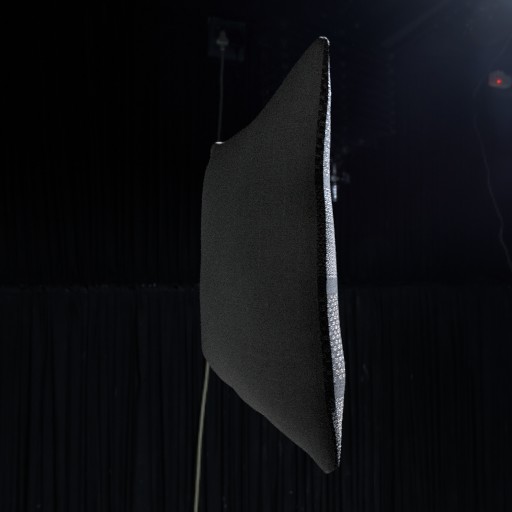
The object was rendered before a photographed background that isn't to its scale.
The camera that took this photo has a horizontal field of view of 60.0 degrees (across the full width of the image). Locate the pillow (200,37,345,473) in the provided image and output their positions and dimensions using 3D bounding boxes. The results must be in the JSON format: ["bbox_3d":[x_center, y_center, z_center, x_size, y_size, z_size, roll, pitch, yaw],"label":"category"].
[{"bbox_3d":[0.000,0.000,0.637,0.138,0.432,0.435,0,-1,-20],"label":"pillow"}]
